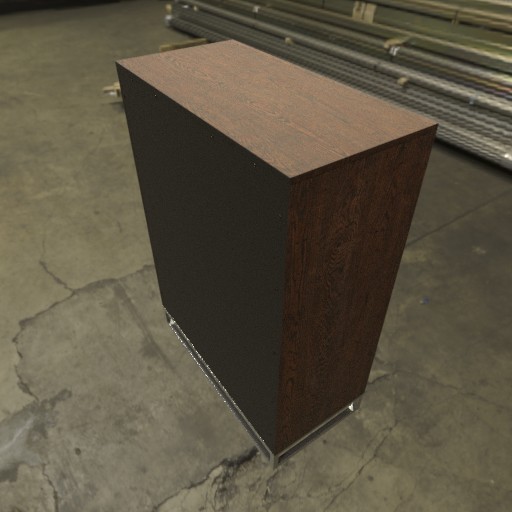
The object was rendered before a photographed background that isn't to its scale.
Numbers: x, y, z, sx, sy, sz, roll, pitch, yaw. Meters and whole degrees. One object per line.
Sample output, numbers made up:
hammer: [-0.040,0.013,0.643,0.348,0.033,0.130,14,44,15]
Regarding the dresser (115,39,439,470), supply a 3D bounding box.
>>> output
dresser: [0.000,0.000,1.747,0.508,1.321,0.965,-24,46,-26]
